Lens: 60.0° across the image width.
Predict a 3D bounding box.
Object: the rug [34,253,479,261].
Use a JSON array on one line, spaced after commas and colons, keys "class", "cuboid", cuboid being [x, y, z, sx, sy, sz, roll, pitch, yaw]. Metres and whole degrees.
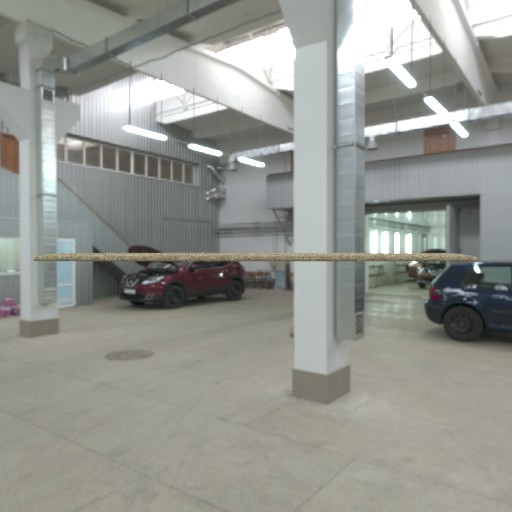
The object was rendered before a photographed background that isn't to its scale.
[{"class": "rug", "cuboid": [0.000, 0.000, 3.854, 2.873, 0.050, 2.242, 0, 0, 1]}]
